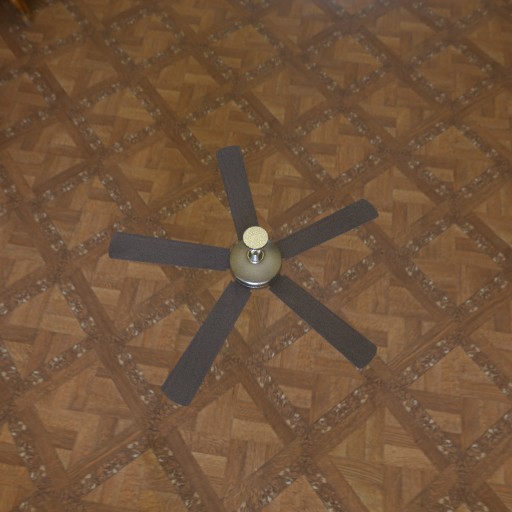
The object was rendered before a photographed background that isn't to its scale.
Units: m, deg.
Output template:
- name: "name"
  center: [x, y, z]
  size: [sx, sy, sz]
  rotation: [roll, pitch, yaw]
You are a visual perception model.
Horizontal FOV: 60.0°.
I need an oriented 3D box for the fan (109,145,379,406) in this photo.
- name: "fan"
  center: [0.000, 0.000, 2.006]
  size: [1.321, 0.356, 1.321]
  rotation: [-35, 69, -15]
